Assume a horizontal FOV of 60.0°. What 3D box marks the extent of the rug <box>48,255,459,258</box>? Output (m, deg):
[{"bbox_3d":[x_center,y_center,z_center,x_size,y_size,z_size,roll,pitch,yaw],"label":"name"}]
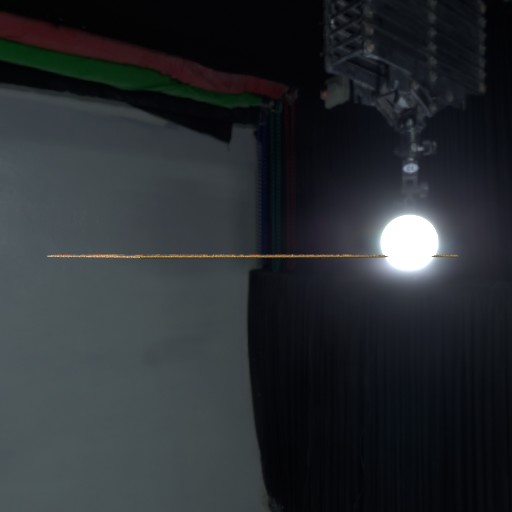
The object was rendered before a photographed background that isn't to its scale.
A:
[{"bbox_3d":[0.000,0.000,3.826,2.916,0.019,2.043,0,0,-37],"label":"rug"}]
